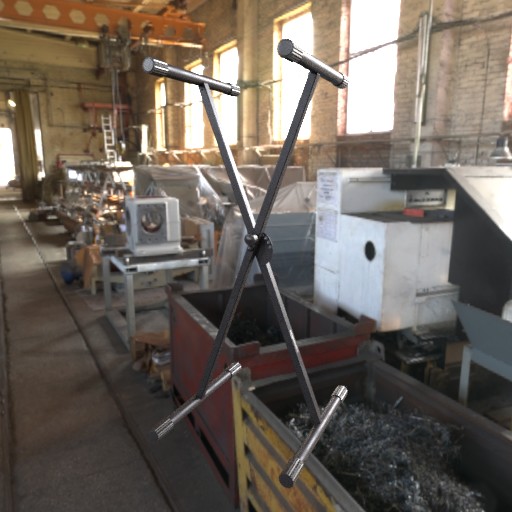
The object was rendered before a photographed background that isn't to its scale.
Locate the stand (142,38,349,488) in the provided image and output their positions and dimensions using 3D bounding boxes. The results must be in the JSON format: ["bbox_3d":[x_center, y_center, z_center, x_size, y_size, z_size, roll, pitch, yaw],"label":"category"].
[{"bbox_3d":[0.000,0.000,1.171,0.409,0.940,0.449,6,13,26],"label":"stand"}]
